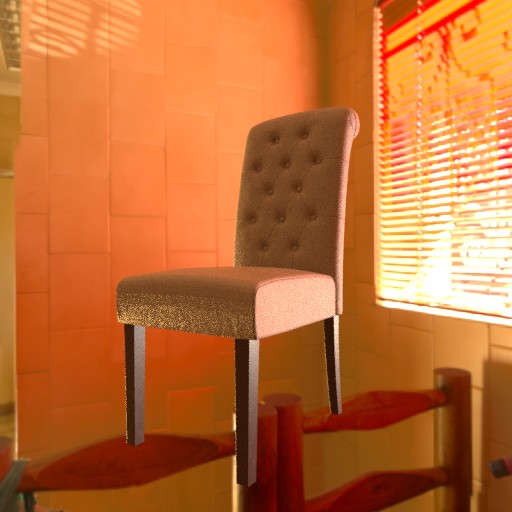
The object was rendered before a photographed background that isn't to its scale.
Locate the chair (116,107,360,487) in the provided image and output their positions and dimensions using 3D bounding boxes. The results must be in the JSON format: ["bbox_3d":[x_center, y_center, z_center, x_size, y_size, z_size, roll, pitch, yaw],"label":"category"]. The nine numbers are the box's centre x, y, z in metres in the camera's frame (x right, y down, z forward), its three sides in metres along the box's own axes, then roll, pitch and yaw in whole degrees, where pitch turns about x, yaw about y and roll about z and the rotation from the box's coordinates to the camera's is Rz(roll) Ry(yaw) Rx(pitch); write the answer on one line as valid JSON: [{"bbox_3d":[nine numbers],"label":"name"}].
[{"bbox_3d":[0.000,0.000,1.340,0.456,1.006,0.671,0,0,35],"label":"chair"}]
